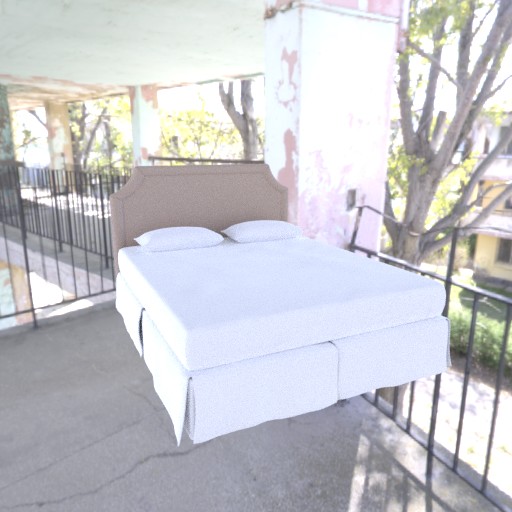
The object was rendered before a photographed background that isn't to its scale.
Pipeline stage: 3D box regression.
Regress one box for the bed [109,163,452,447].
[{"bbox_3d":[0.000,0.000,4.183,2.350,1.590,2.773,-7,15,-25],"label":"bed"}]
